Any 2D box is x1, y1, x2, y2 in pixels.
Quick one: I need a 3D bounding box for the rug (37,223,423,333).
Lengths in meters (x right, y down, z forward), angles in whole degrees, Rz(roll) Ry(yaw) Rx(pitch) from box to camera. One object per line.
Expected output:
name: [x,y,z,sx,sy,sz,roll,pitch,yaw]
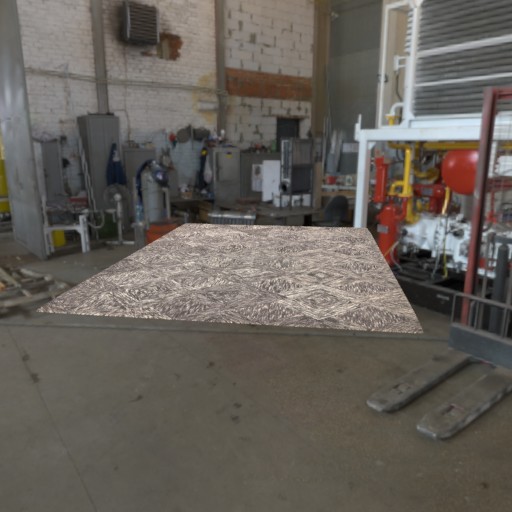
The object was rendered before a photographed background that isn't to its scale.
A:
rug: [0.000,0.000,5.268,2.997,0.020,4.093,2,14,8]
